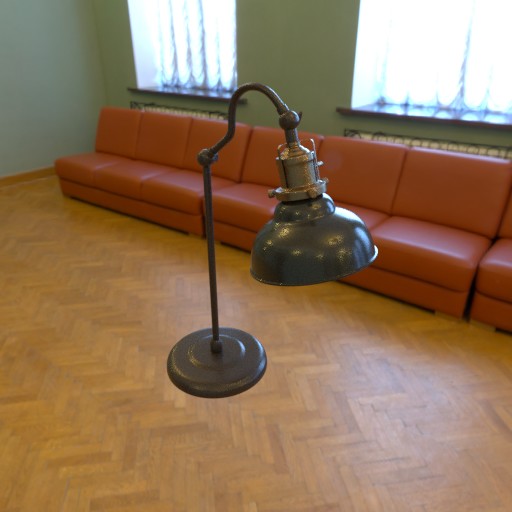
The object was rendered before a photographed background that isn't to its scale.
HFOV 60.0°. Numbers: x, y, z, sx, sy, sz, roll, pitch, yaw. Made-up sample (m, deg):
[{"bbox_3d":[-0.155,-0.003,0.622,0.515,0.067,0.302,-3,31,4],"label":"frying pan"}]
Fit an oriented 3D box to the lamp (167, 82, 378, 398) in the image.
[{"bbox_3d":[0.000,0.000,0.695,0.374,0.508,0.192,17,31,31],"label":"lamp"}]
